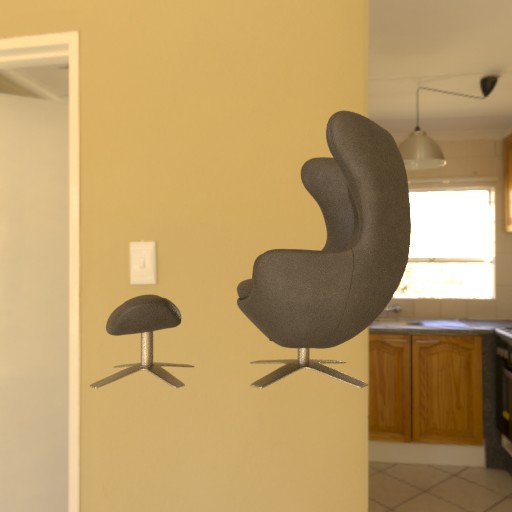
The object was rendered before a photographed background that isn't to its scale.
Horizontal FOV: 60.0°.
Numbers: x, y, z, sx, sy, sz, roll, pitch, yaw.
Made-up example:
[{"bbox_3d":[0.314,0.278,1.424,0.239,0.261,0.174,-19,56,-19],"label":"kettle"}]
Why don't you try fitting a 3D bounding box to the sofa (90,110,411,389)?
[{"bbox_3d":[0.000,0.000,2.135,1.444,1.135,0.894,0,-1,-1],"label":"sofa"}]
